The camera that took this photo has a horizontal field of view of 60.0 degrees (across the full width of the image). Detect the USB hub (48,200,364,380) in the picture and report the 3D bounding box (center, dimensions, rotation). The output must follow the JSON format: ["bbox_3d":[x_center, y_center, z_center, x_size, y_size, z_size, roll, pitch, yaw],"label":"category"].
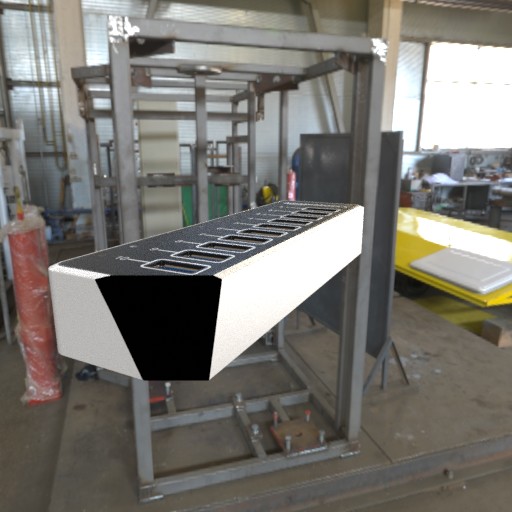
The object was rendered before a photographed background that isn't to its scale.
[{"bbox_3d":[0.000,0.000,0.163,0.044,0.023,0.145,7,16,26],"label":"USB hub"}]
